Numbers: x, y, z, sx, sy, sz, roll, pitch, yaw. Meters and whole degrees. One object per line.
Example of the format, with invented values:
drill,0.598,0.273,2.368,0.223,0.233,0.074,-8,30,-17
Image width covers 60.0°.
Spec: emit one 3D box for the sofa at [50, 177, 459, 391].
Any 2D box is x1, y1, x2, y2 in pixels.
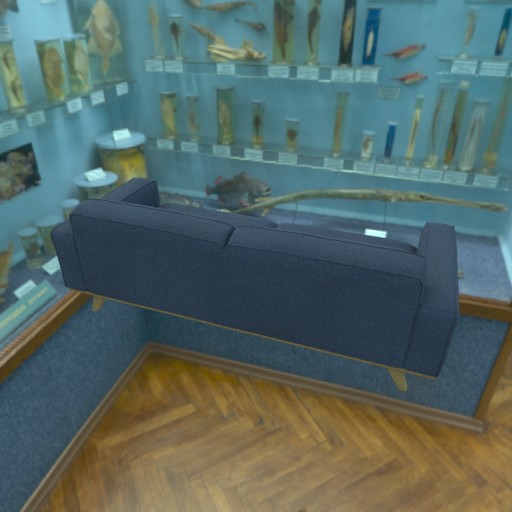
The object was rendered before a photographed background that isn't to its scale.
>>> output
sofa,0.000,0.000,2.726,2.270,0.782,0.953,11,34,17
